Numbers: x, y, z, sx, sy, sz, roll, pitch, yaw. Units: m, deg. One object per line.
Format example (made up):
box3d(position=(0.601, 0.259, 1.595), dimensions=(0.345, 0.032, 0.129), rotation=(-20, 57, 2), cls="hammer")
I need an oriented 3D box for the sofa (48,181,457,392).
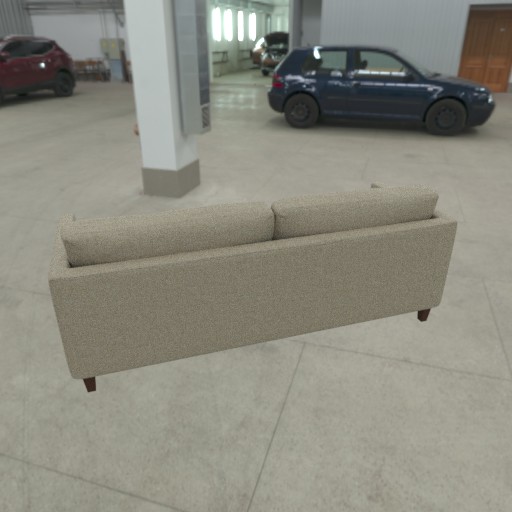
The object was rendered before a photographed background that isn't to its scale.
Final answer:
box3d(position=(0.000, 0.000, 2.979), dimensions=(2.434, 0.965, 0.951), rotation=(-8, 28, -16), cls="sofa")
